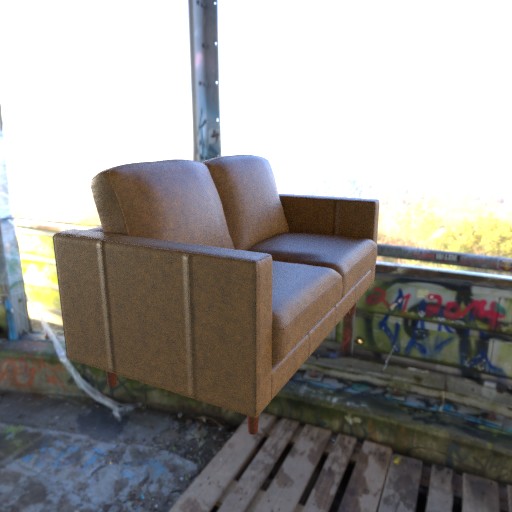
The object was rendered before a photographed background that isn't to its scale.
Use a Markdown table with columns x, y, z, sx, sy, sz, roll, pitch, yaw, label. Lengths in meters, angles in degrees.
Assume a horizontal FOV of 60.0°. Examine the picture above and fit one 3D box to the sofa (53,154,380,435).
| x | y | z | sx | sy | sz | roll | pitch | yaw | label |
| --- | --- | --- | --- | --- | --- | --- | --- | --- | --- |
| 0.000 | 0.000 | 2.188 | 0.909 | 0.951 | 1.578 | 8 | 16 | 27 | sofa |
